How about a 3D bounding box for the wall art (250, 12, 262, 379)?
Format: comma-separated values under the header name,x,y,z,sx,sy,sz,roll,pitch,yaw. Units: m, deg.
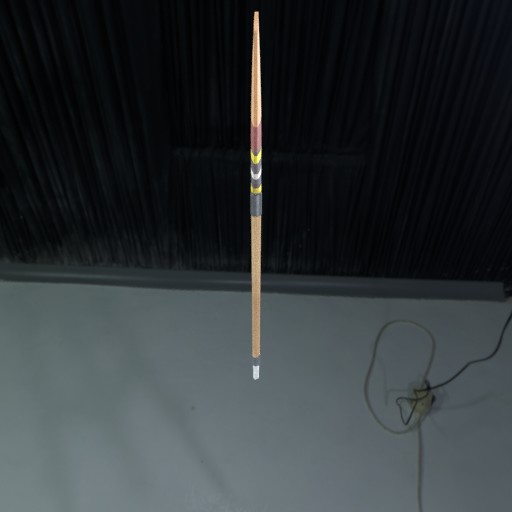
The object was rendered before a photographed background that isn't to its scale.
name,x,y,z,sx,sy,sz,roll,pitch,yaw
wall art,0.000,0.000,1.598,0.038,1.556,0.146,1,42,1
